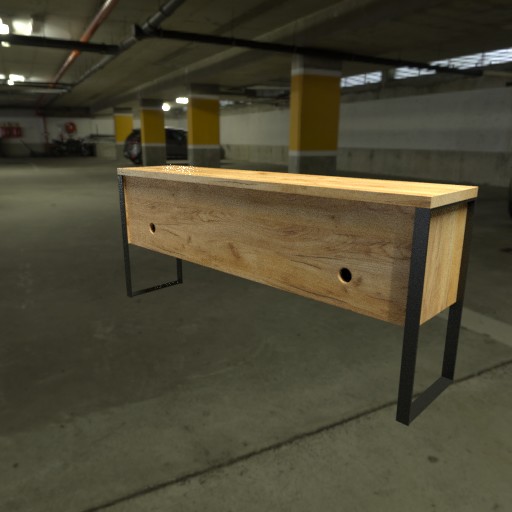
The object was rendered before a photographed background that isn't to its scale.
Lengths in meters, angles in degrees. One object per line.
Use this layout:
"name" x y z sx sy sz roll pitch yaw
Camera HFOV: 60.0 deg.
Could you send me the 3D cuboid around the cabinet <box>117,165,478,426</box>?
"cabinet" 0.000 0.000 2.119 1.800 0.762 0.395 14 20 43
